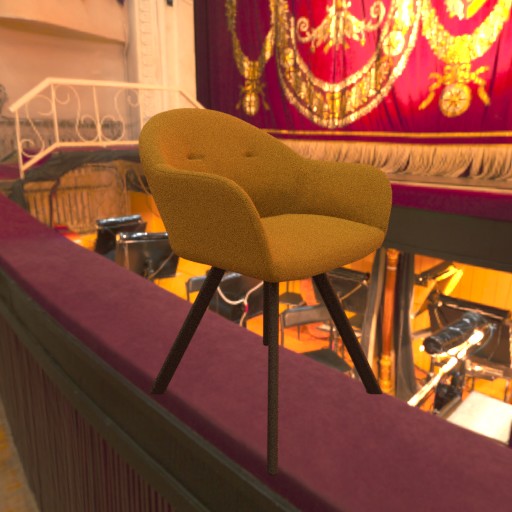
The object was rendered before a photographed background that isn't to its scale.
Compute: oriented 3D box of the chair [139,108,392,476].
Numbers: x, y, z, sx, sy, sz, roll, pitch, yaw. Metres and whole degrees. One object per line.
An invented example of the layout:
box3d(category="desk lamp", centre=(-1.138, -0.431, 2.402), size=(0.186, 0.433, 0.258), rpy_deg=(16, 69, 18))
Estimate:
box3d(category="chair", centre=(0.000, 0.000, 1.187), size=(0.545, 0.775, 0.565), rpy_deg=(-14, 20, -43))
